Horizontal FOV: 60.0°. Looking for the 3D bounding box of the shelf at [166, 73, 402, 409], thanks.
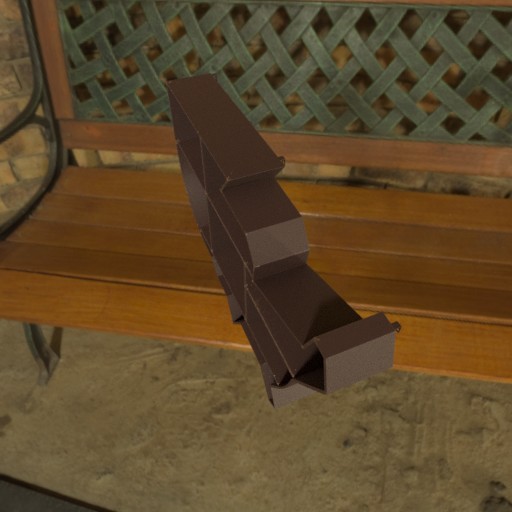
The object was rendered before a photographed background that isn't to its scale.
[{"bbox_3d":[0.000,0.000,0.903,0.112,0.439,0.729,-17,49,-16],"label":"shelf"}]
